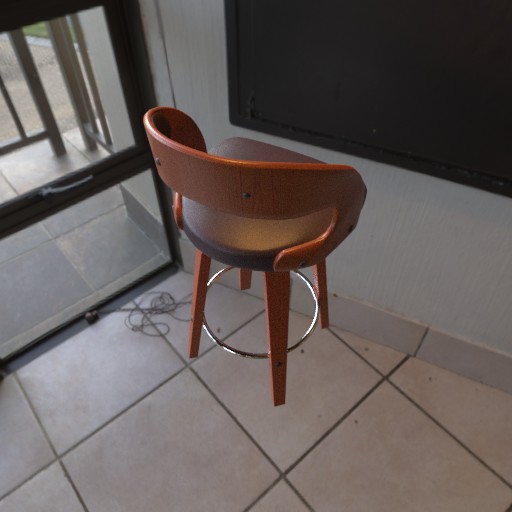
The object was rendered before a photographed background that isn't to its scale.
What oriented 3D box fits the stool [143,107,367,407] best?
[{"bbox_3d":[0.000,0.000,1.206,0.457,0.940,0.457,24,52,20],"label":"stool"}]
